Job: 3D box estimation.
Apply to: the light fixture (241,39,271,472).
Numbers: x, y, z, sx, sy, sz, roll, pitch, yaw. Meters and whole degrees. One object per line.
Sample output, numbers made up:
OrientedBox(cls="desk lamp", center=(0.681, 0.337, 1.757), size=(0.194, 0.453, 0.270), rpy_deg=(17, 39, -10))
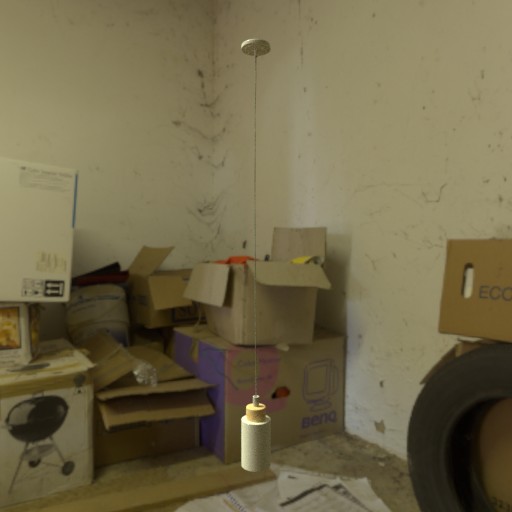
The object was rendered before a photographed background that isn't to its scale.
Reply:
OrientedBox(cls="light fixture", center=(0.000, 0.000, 1.903), size=(0.125, 1.798, 0.125), rpy_deg=(0, 1, 36))
